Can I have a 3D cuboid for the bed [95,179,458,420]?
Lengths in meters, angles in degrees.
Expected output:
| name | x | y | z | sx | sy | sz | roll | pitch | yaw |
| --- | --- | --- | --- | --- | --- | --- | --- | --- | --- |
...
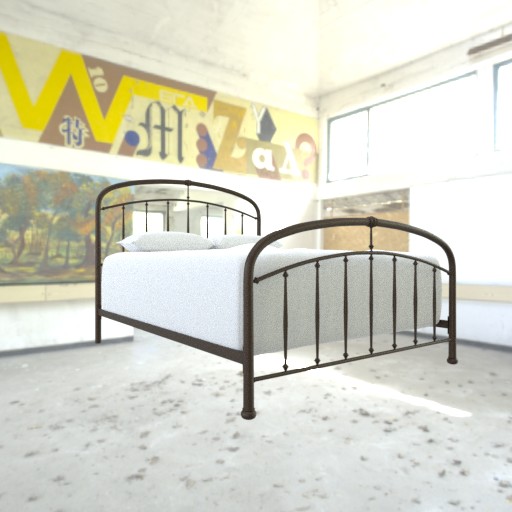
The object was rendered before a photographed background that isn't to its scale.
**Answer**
| name | x | y | z | sx | sy | sz | roll | pitch | yaw |
| --- | --- | --- | --- | --- | --- | --- | --- | --- | --- |
| bed | 0.000 | 0.000 | 3.269 | 1.711 | 1.425 | 2.180 | 0 | 0 | -37 |
